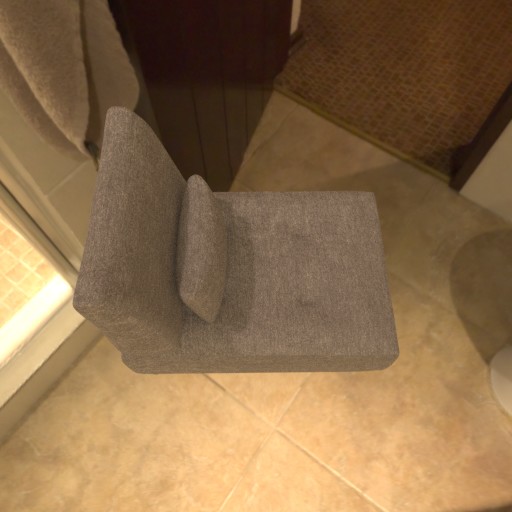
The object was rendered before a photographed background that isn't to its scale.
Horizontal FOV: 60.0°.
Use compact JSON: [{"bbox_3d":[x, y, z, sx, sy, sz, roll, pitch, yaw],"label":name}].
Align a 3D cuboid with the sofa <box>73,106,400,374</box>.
[{"bbox_3d":[0.000,0.000,1.604,1.000,0.820,0.700,-1,64,0],"label":"sofa"}]
